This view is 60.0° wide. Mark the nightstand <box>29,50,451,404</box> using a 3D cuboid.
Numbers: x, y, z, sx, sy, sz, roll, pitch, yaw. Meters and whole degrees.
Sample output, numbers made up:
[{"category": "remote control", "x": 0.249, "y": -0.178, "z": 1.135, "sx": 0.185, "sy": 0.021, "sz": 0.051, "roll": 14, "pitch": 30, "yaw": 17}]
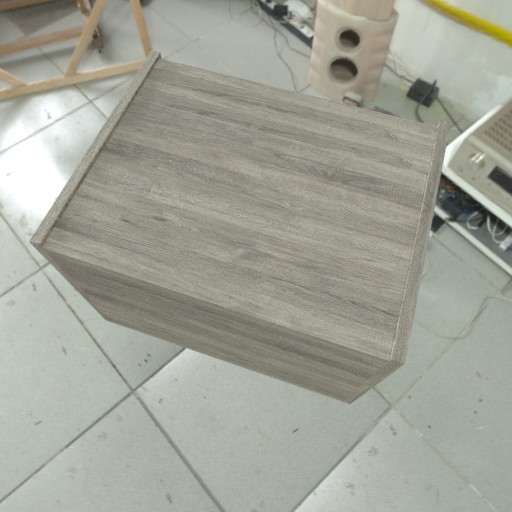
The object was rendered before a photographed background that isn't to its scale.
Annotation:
[{"category": "nightstand", "x": 0.000, "y": 0.000, "z": 0.832, "sx": 0.480, "sy": 0.500, "sz": 0.380, "roll": 17, "pitch": 65, "yaw": 8}]
